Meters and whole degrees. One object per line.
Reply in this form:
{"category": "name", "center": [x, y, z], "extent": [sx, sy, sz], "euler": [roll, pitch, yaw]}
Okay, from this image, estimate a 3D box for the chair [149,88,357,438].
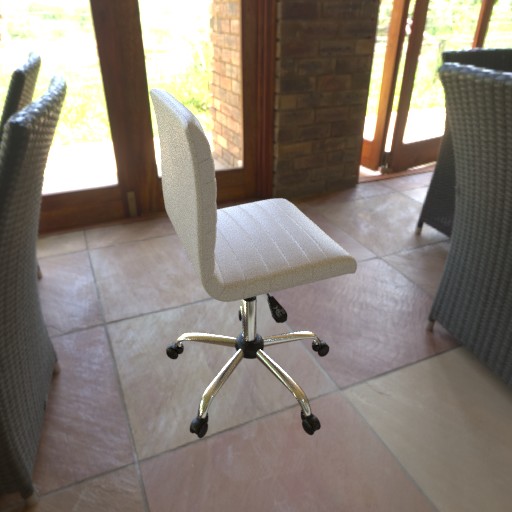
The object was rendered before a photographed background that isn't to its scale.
{"category": "chair", "center": [0.000, 0.000, 1.073], "extent": [0.455, 0.750, 0.520], "euler": [-10, 31, -18]}
